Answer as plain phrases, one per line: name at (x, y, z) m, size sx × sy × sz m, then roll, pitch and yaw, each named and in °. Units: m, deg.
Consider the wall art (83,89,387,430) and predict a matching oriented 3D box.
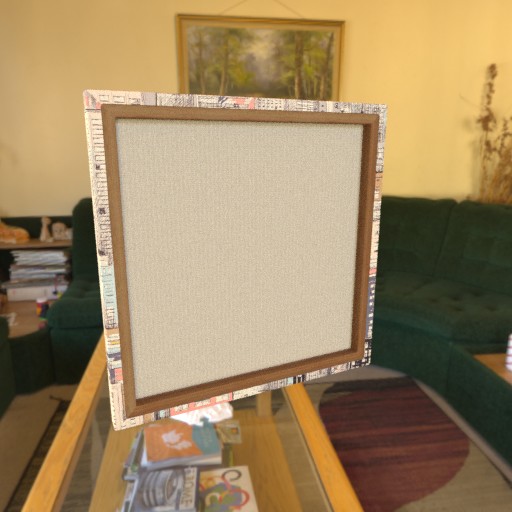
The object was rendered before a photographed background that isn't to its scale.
wall art at (0.000, 0.000, 0.904) m, size 0.607 × 0.608 × 0.038 m, roll -7°, pitch 16°, yaw -25°
